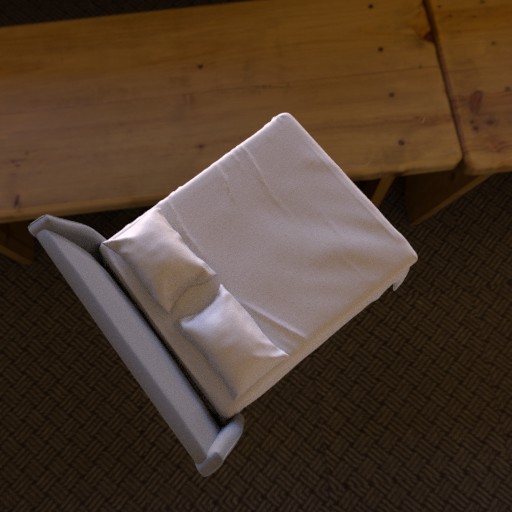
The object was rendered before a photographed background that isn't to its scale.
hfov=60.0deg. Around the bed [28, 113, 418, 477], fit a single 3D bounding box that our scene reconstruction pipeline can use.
[{"bbox_3d":[0.000,0.000,3.456,2.276,1.332,1.925,-38,79,-8],"label":"bed"}]
